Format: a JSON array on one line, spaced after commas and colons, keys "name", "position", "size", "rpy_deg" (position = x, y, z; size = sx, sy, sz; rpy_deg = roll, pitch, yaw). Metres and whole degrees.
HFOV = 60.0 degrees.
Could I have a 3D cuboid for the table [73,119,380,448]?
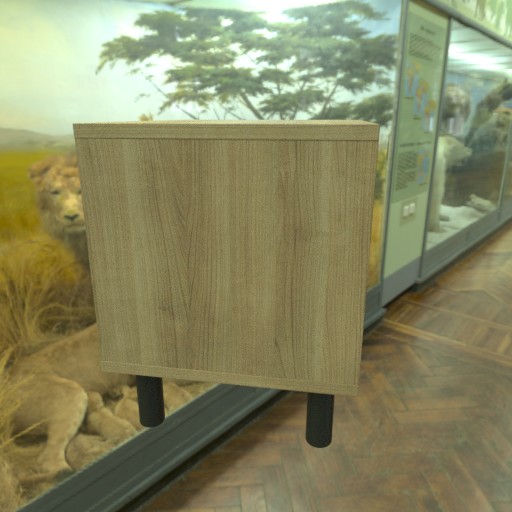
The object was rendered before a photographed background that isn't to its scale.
[{"name": "table", "position": [0.000, 0.000, 0.791], "size": [0.380, 0.460, 0.445], "rpy_deg": [3, 18, 9]}]
